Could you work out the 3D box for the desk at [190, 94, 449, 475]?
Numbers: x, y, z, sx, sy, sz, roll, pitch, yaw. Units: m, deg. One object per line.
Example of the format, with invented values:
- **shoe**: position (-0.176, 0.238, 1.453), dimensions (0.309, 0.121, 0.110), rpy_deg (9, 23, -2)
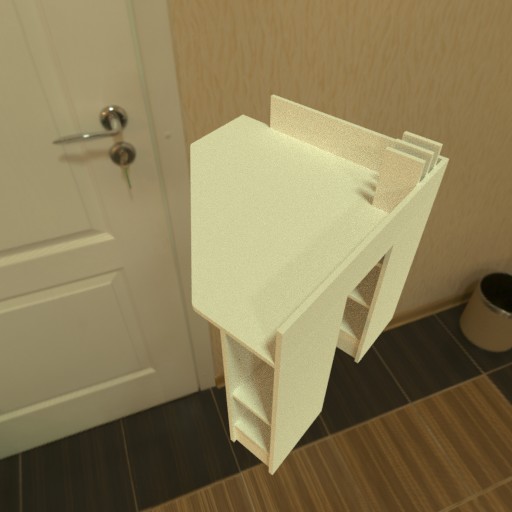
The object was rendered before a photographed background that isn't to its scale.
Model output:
- **desk**: position (0.000, 0.000, 1.766), dimensions (0.940, 0.986, 0.940), rpy_deg (31, 52, 27)
